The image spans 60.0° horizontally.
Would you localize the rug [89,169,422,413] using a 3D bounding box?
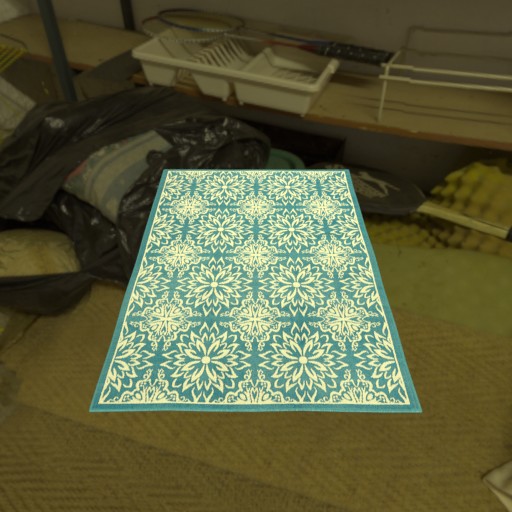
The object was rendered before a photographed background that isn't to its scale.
[{"bbox_3d":[0.000,0.000,2.891,1.554,0.012,2.205,0,41,0],"label":"rug"}]
